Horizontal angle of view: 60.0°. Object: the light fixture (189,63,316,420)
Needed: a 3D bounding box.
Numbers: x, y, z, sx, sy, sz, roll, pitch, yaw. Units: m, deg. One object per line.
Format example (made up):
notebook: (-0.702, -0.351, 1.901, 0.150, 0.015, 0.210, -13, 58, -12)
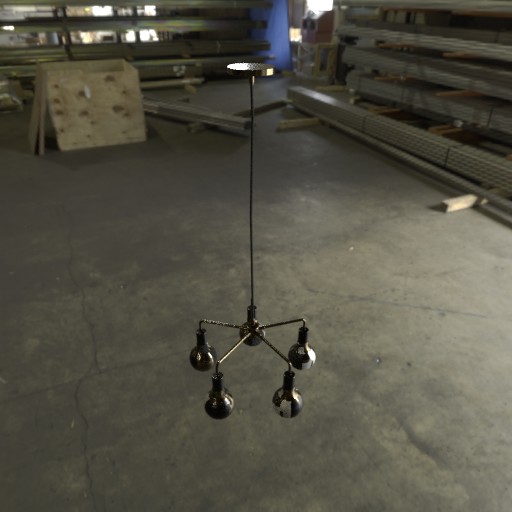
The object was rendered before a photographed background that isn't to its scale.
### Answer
light fixture: (0.000, 0.000, 1.251, 0.438, 0.988, 0.421, -21, 36, -31)
